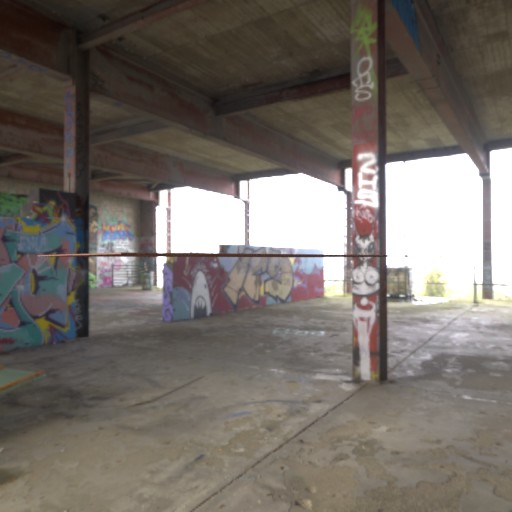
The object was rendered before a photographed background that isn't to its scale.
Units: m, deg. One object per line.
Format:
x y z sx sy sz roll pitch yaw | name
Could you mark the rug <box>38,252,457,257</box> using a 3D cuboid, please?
0.000 0.000 3.024 2.438 0.008 1.523 0 -1 -37 | rug
